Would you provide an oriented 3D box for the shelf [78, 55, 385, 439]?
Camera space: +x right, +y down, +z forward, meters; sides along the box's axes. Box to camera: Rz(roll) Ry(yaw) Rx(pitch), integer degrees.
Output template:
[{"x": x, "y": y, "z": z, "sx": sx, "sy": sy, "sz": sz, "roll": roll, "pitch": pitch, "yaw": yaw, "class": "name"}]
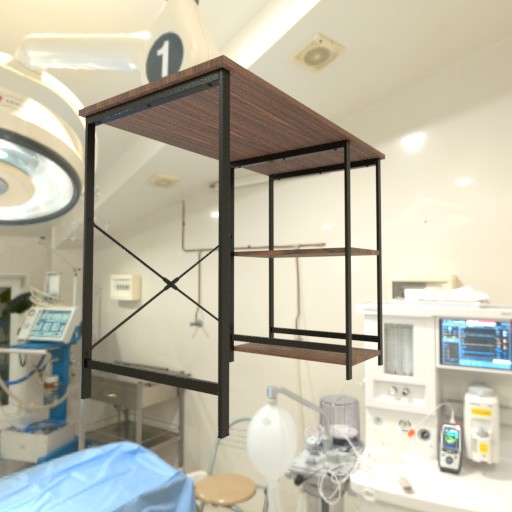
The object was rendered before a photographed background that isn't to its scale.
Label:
[{"x": 0.000, "y": 0.000, "z": 1.366, "sx": 0.498, "sy": 0.750, "sz": 0.902, "roll": -2, "pitch": -3, "yaw": 36, "class": "shelf"}]
